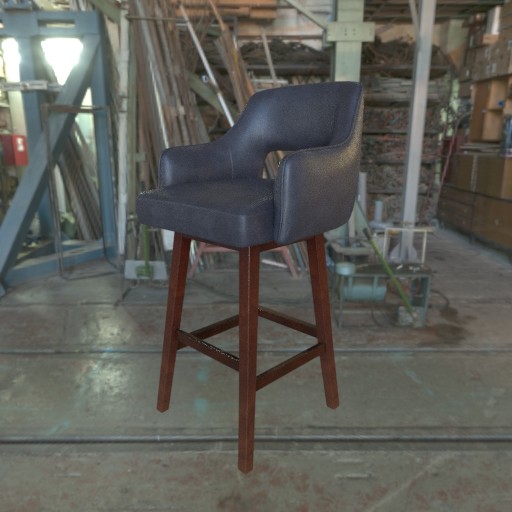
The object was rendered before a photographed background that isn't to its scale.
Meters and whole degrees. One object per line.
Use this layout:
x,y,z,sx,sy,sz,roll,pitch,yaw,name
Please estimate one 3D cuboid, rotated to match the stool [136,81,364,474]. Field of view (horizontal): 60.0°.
0.000,0.000,1.370,0.550,1.041,0.560,14,21,42,stool
